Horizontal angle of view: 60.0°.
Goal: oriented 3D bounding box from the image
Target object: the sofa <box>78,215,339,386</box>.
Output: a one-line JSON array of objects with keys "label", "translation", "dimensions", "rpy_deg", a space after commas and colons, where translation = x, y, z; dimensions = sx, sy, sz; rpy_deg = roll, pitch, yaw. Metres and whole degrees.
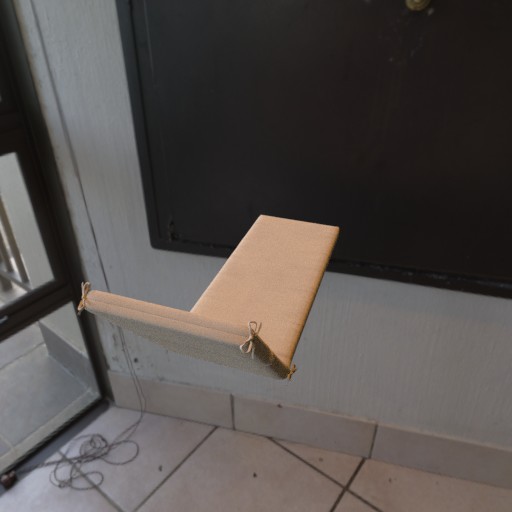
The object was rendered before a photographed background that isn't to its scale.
[{"label": "sofa", "translation": [0.000, 0.000, 1.998], "dimensions": [0.582, 0.622, 1.663], "rpy_deg": [11, 34, 16]}]
